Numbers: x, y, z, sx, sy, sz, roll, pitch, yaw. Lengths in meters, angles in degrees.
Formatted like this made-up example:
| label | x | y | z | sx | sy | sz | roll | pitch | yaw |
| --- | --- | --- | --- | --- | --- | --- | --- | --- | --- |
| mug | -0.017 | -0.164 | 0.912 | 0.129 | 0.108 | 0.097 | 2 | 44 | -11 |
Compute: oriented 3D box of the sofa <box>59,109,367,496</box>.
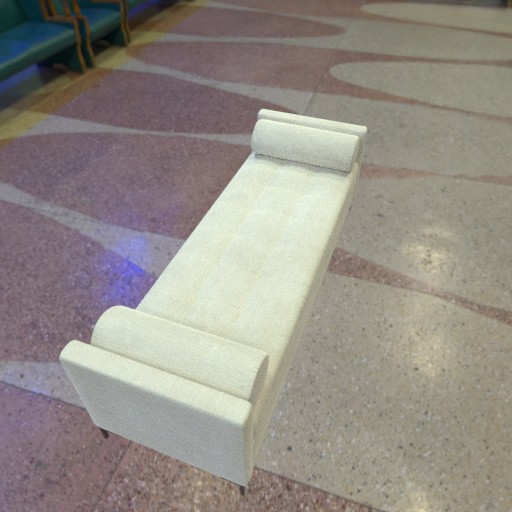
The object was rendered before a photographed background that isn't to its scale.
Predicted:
| label | x | y | z | sx | sy | sz | roll | pitch | yaw |
| --- | --- | --- | --- | --- | --- | --- | --- | --- | --- |
| sofa | 0.000 | 0.000 | 2.274 | 0.686 | 0.635 | 1.981 | 15 | 46 | 15 |
